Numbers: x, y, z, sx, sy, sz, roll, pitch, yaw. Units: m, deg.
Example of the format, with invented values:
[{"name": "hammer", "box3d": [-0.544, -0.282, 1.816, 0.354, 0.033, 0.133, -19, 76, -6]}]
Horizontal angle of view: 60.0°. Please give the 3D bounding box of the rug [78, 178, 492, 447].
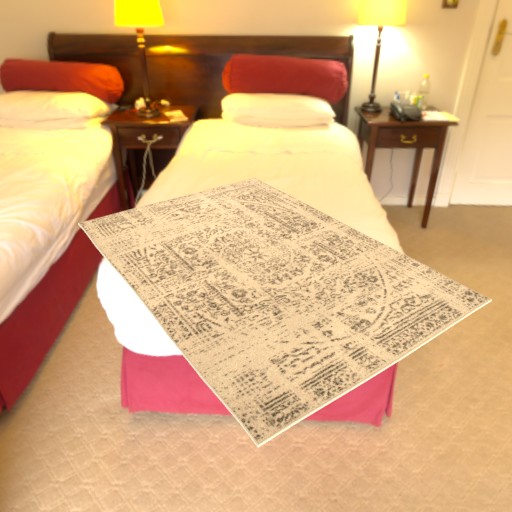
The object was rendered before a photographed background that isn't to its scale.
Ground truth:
[{"name": "rug", "box3d": [0.000, 0.000, 3.039, 1.706, 0.026, 2.438, -20, 36, -30]}]
